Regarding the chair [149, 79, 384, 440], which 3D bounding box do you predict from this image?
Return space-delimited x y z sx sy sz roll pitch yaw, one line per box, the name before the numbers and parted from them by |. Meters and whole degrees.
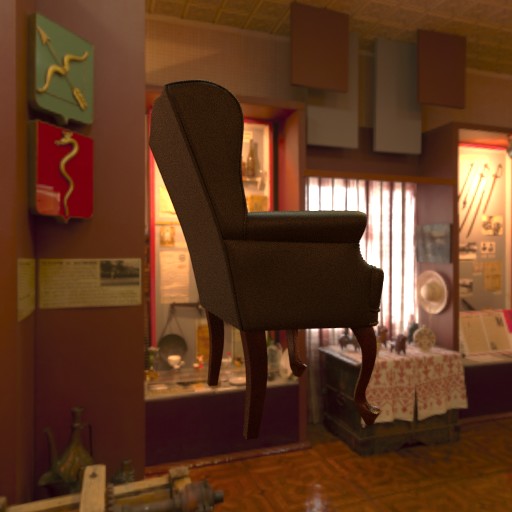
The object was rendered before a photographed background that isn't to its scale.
chair | 0.000 0.000 1.667 0.762 1.111 0.838 0 0 -17
